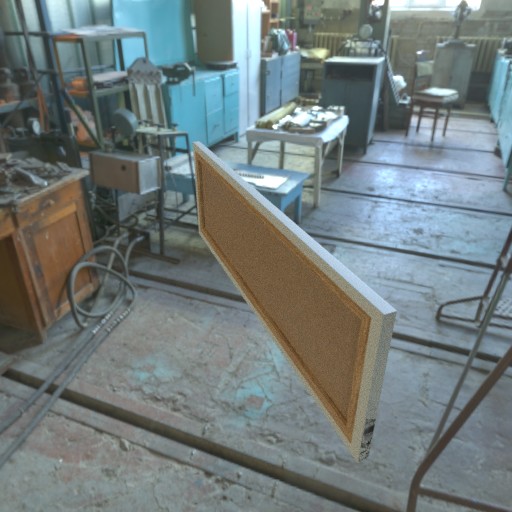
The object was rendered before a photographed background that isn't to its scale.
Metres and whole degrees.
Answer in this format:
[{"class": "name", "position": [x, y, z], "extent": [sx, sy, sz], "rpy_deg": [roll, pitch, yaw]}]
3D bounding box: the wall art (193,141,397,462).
[{"class": "wall art", "position": [0.000, 0.000, 1.709], "extent": [0.039, 0.507, 1.520], "rpy_deg": [-12, 32, -20]}]
